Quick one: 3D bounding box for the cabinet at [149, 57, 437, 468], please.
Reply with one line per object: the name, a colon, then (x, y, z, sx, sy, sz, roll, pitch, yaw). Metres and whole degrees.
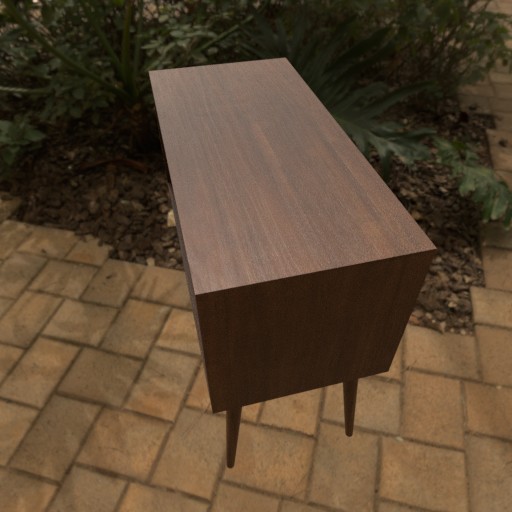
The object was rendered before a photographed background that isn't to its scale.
cabinet: (0.000, 0.000, 1.095, 0.354, 0.654, 0.743, -10, 45, -10)
